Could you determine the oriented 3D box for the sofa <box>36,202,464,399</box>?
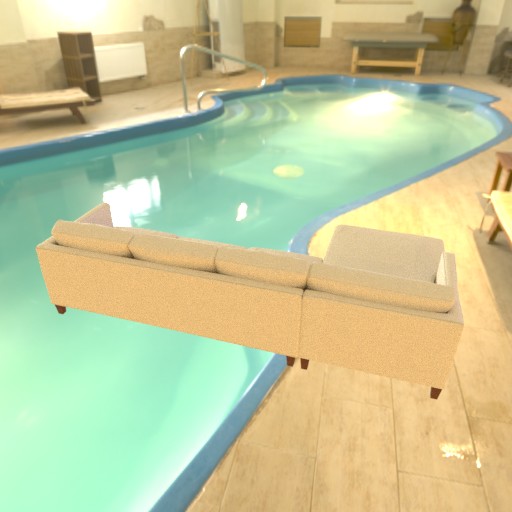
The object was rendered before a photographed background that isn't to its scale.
[{"bbox_3d":[0.000,0.000,3.885,3.186,0.846,1.625,9,32,15],"label":"sofa"}]
